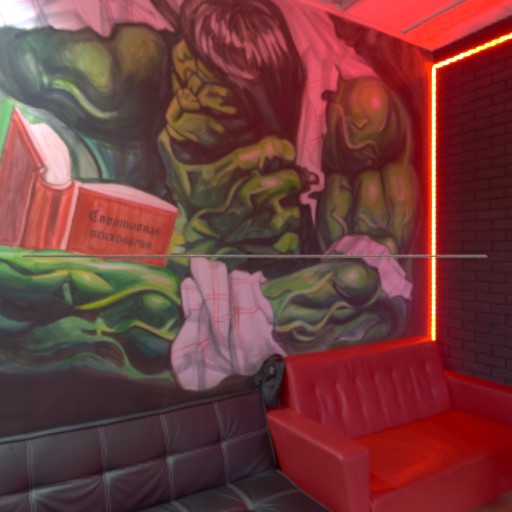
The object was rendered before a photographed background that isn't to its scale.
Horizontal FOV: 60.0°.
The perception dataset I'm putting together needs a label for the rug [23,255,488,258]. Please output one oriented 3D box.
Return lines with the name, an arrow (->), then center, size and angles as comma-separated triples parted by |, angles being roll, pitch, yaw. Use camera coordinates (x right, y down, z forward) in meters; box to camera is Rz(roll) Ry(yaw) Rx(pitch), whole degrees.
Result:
rug -> 0.000, 0.000, 3.895 | 2.895, 0.018, 2.288 | 0, 0, 1
